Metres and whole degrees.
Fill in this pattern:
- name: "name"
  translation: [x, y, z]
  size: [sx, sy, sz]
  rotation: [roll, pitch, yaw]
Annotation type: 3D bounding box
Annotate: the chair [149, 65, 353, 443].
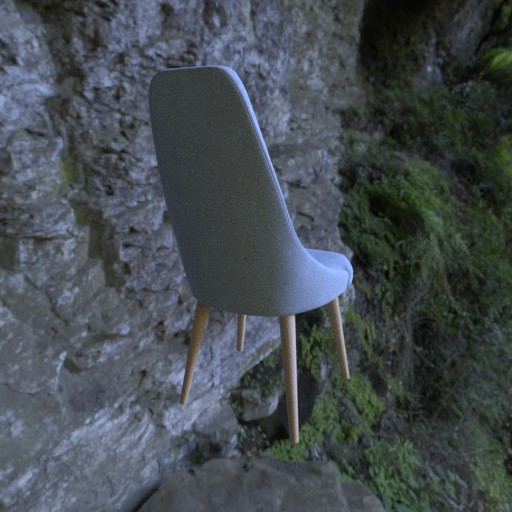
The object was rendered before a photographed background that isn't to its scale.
- name: "chair"
  translation: [0.000, 0.000, 1.411]
  size: [0.510, 1.040, 0.660]
  rotation: [8, 17, 28]
